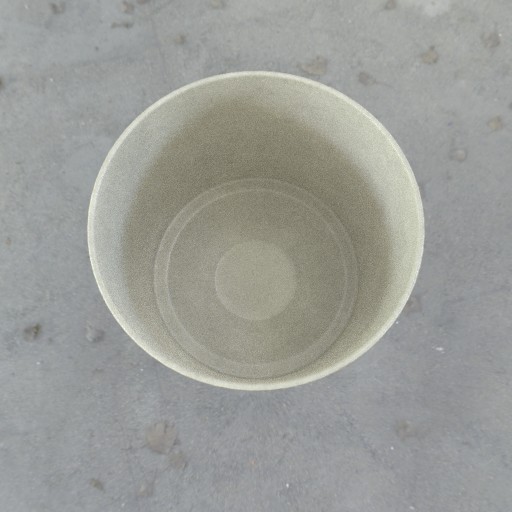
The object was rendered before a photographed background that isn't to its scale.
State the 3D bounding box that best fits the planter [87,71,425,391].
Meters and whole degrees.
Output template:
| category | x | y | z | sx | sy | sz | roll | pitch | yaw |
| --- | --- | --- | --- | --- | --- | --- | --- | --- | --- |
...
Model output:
| category | x | y | z | sx | sy | sz | roll | pitch | yaw |
| --- | --- | --- | --- | --- | --- | --- | --- | --- | --- |
| planter | 0.000 | 0.000 | 0.444 | 0.250 | 0.239 | 0.250 | 0 | 75 | 0 |
